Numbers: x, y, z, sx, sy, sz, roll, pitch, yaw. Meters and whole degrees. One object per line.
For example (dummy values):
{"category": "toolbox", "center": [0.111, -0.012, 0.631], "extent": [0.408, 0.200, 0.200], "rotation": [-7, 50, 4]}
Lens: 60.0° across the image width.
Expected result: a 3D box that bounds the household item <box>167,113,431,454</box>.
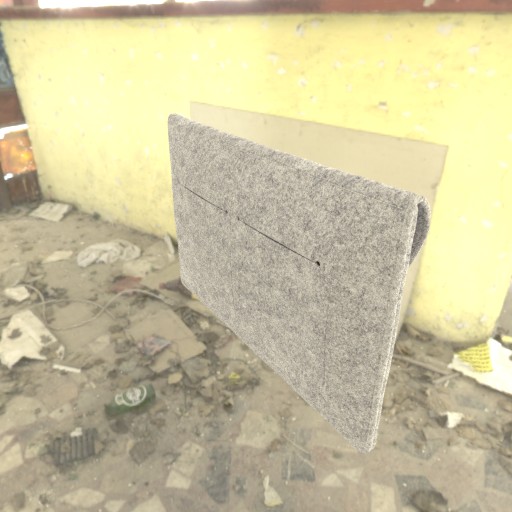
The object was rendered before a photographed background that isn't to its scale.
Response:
{"category": "household item", "center": [0.000, 0.000, 0.430], "extent": [0.057, 0.221, 0.335], "rotation": [-18, 32, -30]}
